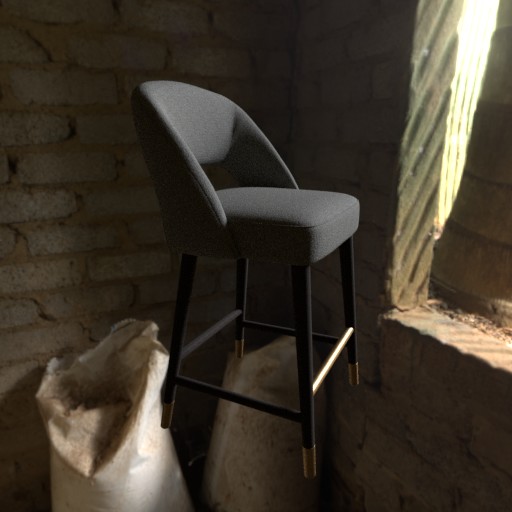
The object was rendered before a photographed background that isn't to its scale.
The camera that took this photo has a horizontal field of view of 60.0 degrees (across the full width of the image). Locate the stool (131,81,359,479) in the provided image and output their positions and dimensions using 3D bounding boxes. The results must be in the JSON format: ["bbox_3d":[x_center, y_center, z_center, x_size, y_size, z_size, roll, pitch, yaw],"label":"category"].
[{"bbox_3d":[0.000,0.000,1.232,0.524,0.925,0.536,7,17,25],"label":"stool"}]
